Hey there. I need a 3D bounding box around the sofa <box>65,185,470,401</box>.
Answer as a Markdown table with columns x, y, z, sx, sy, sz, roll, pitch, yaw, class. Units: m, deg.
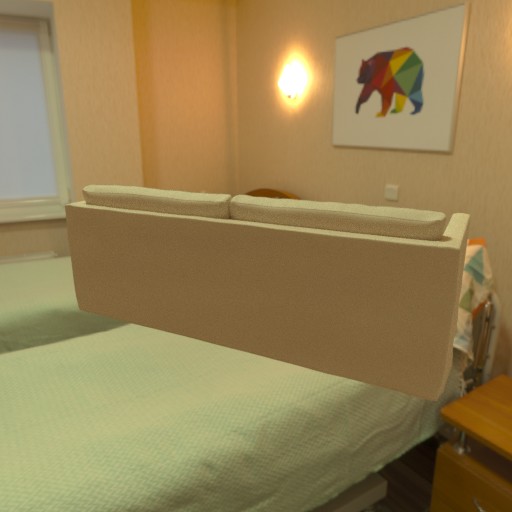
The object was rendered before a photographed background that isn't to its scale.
| x | y | z | sx | sy | sz | roll | pitch | yaw | class |
| --- | --- | --- | --- | --- | --- | --- | --- | --- | --- |
| 0.000 | 0.000 | 3.251 | 2.779 | 0.999 | 1.036 | 8 | 18 | 26 | sofa |
